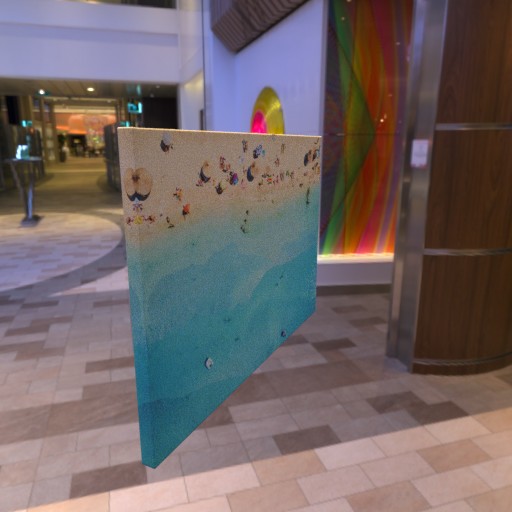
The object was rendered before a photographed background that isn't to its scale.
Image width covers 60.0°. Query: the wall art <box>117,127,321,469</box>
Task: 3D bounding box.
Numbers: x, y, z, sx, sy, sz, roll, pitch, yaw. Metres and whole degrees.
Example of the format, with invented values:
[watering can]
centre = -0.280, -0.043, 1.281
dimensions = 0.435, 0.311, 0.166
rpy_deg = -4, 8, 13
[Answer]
[wall art]
centre = 0.000, 0.000, 1.442
dimensions = 0.040, 0.769, 1.136
rpy_deg = 7, 16, 26
